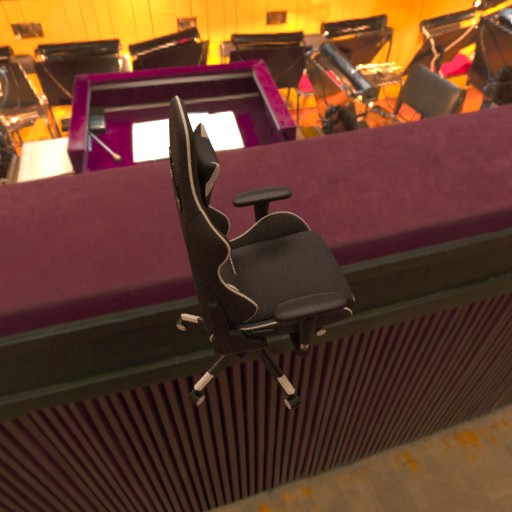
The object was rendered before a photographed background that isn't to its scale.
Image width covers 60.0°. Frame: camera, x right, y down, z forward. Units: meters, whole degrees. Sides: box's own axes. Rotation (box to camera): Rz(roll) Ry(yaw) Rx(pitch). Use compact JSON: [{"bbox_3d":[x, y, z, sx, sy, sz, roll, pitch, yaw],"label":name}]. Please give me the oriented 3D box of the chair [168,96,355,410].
[{"bbox_3d":[0.000,0.000,1.647,0.700,1.240,0.700,-11,47,-10],"label":"chair"}]
